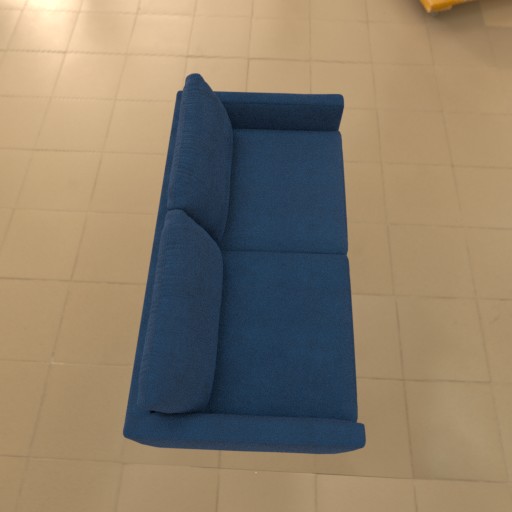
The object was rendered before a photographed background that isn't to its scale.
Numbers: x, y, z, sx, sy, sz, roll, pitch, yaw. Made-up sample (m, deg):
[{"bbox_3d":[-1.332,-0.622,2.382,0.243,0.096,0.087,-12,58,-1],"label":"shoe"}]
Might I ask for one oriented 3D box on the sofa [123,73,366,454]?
[{"bbox_3d":[0.000,0.000,2.078,0.875,0.817,1.676,2,64,1],"label":"sofa"}]
